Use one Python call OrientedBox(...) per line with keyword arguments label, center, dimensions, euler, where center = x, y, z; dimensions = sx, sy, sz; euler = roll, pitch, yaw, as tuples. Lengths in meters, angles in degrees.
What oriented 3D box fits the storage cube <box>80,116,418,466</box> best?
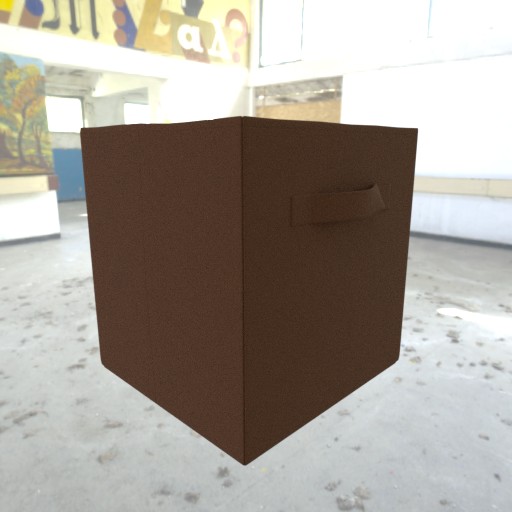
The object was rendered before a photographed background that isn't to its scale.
OrientedBox(label="storage cube", center=(0.000, 0.000, 0.502), dimensions=(0.270, 0.280, 0.270), euler=(13, 19, 43))
